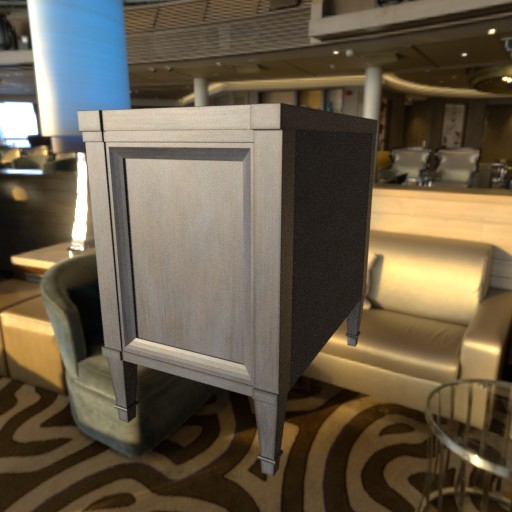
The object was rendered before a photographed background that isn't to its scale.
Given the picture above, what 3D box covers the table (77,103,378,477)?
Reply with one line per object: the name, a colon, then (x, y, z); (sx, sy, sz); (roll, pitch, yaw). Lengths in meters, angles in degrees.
table: (0.000, 0.000, 1.096); (0.413, 0.660, 0.660); (7, 16, 26)
